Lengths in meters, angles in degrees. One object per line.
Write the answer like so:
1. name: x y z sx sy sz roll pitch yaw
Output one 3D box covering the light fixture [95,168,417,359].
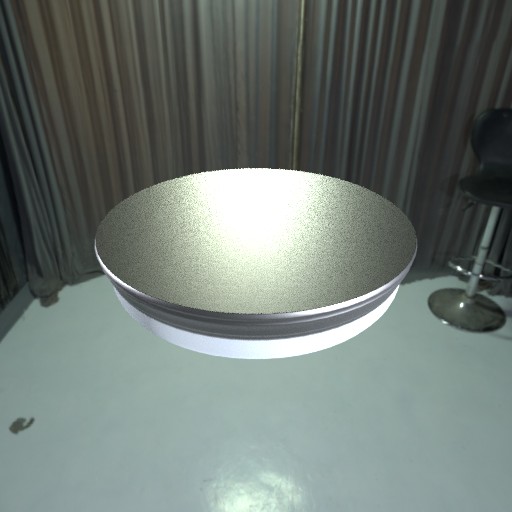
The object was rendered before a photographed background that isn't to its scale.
1. light fixture: 0.000 0.000 0.553 0.368 0.100 0.368 0 30 0
